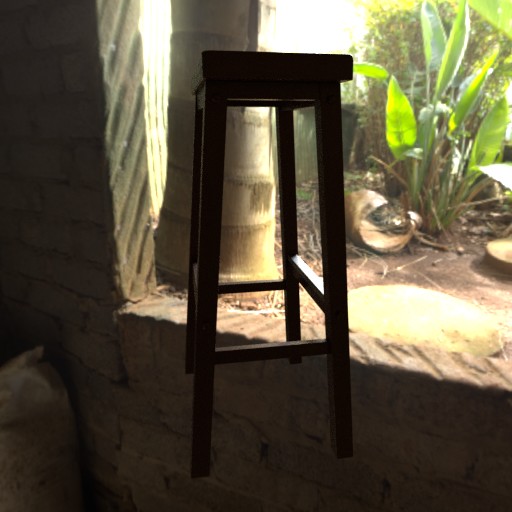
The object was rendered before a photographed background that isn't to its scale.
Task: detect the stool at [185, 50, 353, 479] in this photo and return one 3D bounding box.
[{"bbox_3d":[0.000,0.000,0.947,0.322,0.742,0.406,-3,17,-10],"label":"stool"}]
